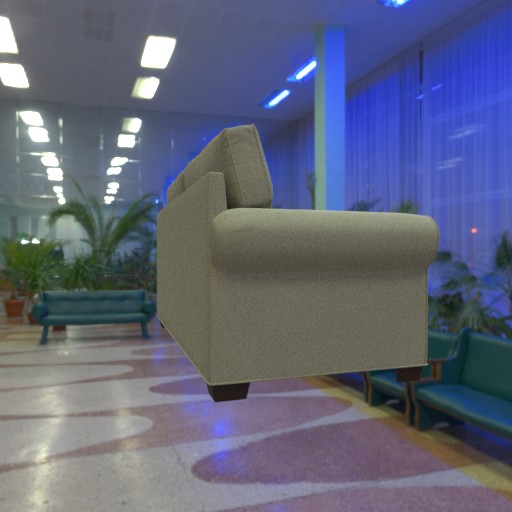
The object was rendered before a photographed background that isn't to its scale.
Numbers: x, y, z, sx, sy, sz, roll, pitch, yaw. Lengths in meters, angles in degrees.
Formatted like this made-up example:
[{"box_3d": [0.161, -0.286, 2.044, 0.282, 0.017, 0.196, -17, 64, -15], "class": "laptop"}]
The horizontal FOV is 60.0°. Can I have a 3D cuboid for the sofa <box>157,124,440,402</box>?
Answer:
[{"box_3d": [0.000, 0.000, 2.312, 0.861, 0.933, 1.774, 0, 1, -18], "class": "sofa"}]
